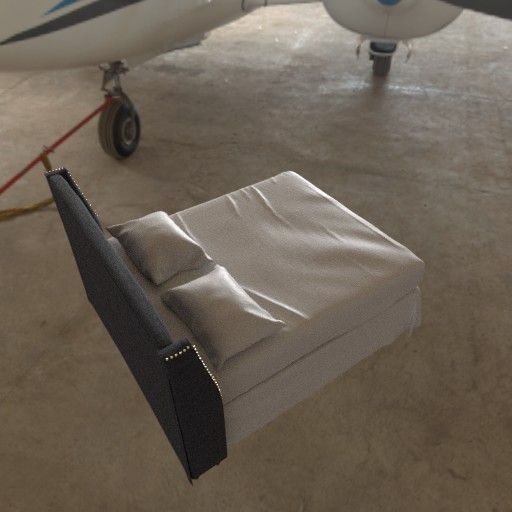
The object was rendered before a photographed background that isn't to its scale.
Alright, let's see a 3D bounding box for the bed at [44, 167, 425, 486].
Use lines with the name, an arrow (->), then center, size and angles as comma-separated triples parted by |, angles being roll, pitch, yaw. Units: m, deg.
bed -> 0.000, 0.000, 3.369 | 2.276, 1.332, 1.925 | -25, 47, -25
